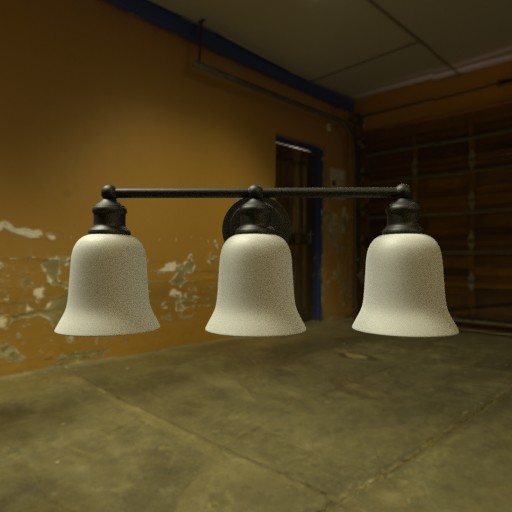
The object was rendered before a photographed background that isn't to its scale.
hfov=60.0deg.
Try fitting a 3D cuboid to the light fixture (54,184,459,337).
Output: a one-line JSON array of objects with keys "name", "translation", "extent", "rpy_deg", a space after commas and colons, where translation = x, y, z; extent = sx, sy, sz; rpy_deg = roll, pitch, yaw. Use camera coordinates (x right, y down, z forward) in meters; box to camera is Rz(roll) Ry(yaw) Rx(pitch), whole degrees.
[{"name": "light fixture", "translation": [0.000, 0.000, 0.668], "extent": [0.570, 0.211, 0.198], "rpy_deg": [0, -1, 1]}]
